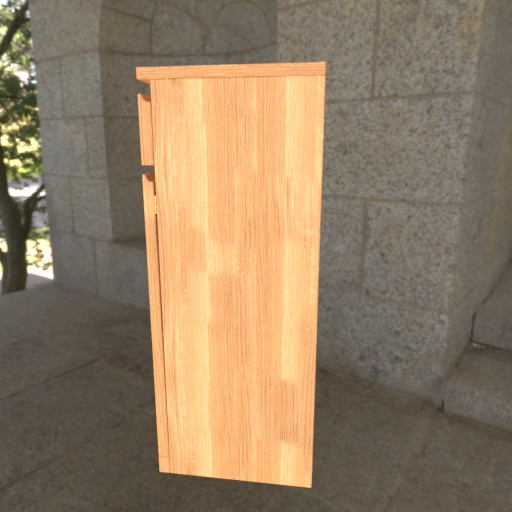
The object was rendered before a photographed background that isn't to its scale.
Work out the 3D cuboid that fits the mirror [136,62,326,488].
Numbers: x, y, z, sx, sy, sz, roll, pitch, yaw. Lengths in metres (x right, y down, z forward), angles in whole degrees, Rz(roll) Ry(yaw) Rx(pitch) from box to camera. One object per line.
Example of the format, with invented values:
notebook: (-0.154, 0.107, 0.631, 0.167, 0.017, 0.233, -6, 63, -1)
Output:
mirror: (0.000, 0.000, 1.413, 0.400, 1.000, 0.800, 2, 14, 8)
